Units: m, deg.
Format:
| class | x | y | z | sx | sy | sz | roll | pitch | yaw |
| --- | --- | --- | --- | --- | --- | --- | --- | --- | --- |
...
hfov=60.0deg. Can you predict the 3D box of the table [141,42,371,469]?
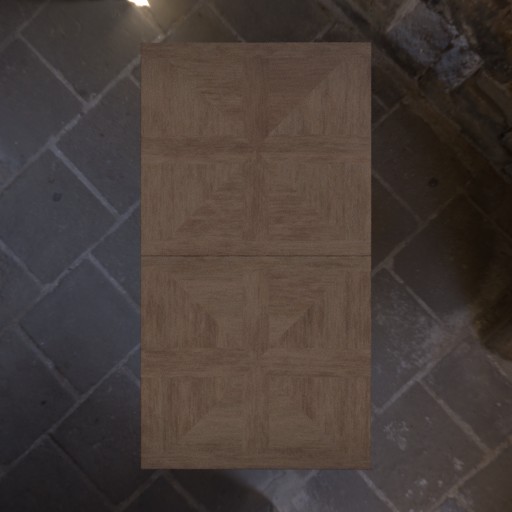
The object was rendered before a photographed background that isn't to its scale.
| class | x | y | z | sx | sy | sz | roll | pitch | yaw |
| --- | --- | --- | --- | --- | --- | --- | --- | --- | --- |
| table | 0.000 | 0.000 | 2.337 | 1.016 | 0.768 | 1.881 | 0 | 90 | 0 |
